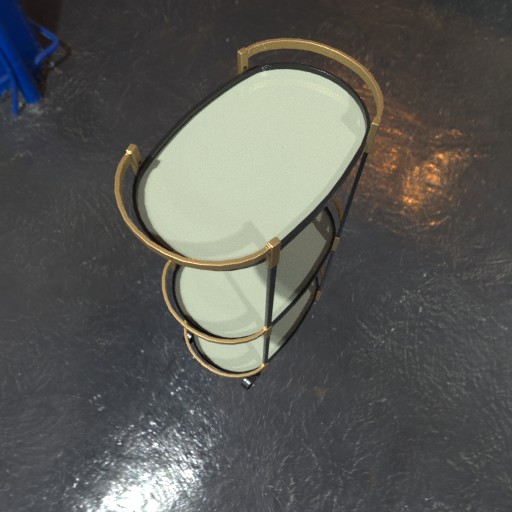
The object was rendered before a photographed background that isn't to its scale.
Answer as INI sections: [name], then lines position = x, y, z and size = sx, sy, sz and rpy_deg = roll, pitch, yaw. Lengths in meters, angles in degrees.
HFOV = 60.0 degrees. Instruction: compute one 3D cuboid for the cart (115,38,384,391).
[cart]
position = 0.000, 0.000, 1.123
size = 0.311, 0.885, 0.515
rpy_deg = 34, 68, 16
